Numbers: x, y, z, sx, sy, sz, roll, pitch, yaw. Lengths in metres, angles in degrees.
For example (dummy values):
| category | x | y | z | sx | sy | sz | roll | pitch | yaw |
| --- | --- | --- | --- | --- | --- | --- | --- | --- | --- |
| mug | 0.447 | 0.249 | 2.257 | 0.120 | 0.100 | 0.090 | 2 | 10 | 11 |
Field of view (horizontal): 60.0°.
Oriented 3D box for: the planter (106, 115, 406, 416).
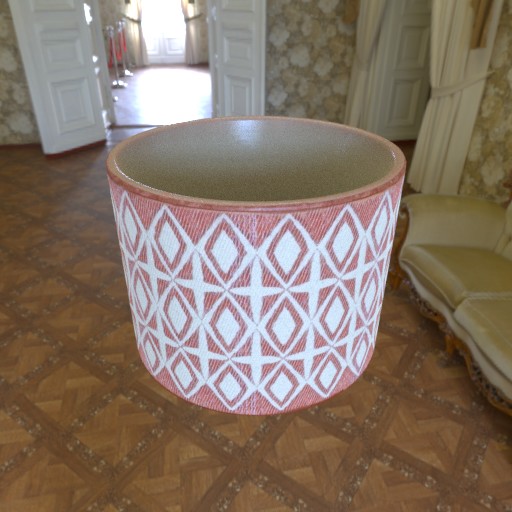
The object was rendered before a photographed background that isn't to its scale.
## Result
| category | x | y | z | sx | sy | sz | roll | pitch | yaw |
| --- | --- | --- | --- | --- | --- | --- | --- | --- | --- |
| planter | 0.000 | 0.000 | 0.478 | 0.273 | 0.237 | 0.273 | 0 | 30 | 0 |
